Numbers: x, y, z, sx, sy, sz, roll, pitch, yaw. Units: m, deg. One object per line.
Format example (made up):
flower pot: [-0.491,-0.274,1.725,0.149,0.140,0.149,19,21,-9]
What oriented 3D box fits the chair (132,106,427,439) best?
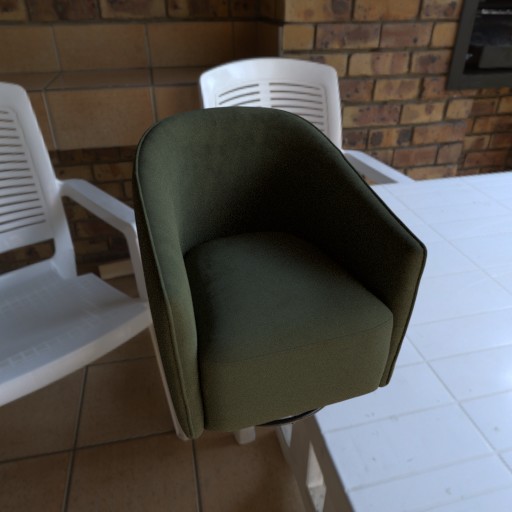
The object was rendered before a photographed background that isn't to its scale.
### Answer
chair: [0.000,0.000,1.490,0.747,0.799,0.875,-10,33,-16]
